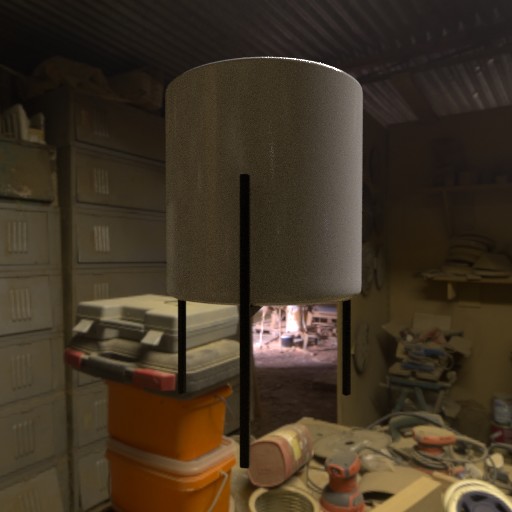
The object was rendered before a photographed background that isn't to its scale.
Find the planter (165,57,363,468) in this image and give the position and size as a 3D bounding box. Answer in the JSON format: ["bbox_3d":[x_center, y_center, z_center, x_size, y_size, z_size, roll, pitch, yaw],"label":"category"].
[{"bbox_3d":[0.000,0.000,0.507,0.239,0.356,0.239,0,0,35],"label":"planter"}]
